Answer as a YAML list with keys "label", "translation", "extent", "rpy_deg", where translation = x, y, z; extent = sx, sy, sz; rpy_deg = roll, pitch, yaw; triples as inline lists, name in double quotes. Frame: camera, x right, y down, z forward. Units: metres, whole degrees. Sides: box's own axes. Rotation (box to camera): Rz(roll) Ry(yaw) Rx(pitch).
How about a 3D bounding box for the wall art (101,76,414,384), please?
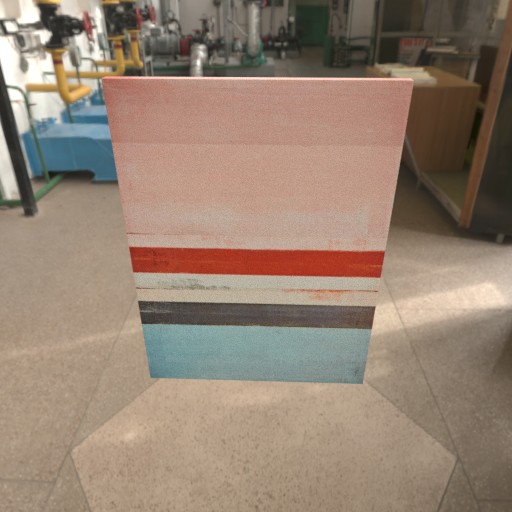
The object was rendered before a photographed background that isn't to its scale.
- label: "wall art"
  translation: [0.000, 0.000, 1.350]
  extent: [0.761, 1.016, 0.039]
  rpy_deg: [1, 30, 2]
